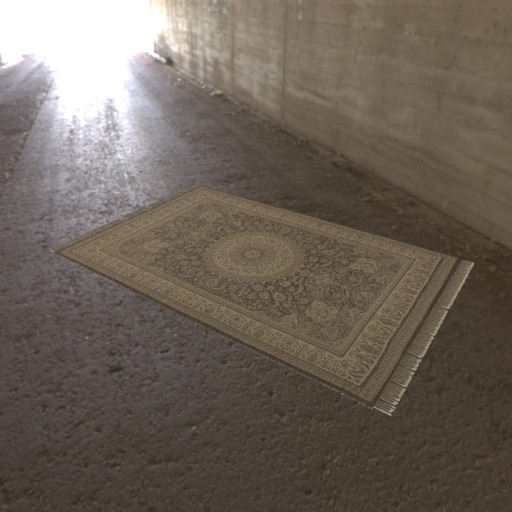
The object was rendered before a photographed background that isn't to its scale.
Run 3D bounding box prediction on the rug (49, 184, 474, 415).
[{"bbox_3d":[0.000,0.000,2.979,2.440,0.010,1.528,20,36,30],"label":"rug"}]
